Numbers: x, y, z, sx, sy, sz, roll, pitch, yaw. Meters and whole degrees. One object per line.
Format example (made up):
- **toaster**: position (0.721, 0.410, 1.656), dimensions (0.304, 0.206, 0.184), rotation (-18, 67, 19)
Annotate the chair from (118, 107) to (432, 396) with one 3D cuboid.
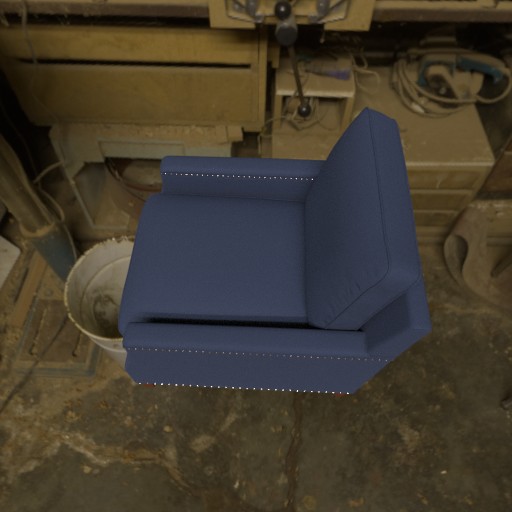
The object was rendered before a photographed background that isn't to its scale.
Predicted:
- **chair**: position (0.000, 0.000, 1.724), dimensions (1.014, 0.943, 0.853), rotation (2, 58, 1)
